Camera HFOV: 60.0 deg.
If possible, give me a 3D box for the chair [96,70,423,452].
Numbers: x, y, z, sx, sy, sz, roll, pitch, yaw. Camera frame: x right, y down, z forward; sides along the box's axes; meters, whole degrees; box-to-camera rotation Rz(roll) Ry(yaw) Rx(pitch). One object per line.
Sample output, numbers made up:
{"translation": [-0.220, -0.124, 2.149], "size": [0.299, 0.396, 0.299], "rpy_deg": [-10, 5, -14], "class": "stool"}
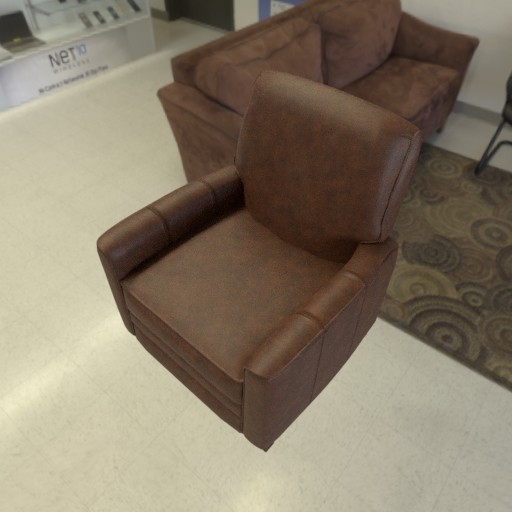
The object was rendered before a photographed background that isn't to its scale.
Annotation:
{"translation": [0.000, 0.000, 1.627], "size": [0.839, 1.010, 0.850], "rpy_deg": [33, 54, 28], "class": "chair"}
